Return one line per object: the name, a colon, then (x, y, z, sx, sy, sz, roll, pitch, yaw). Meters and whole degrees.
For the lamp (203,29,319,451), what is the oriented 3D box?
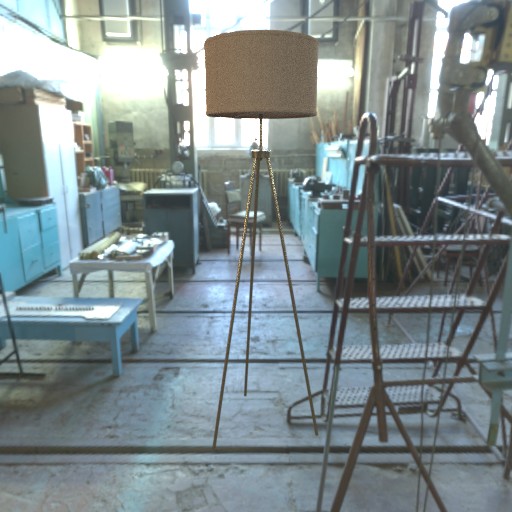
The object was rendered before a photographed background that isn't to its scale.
lamp: (0.000, 0.000, 1.745, 0.449, 1.545, 0.460, 14, 19, 43)
